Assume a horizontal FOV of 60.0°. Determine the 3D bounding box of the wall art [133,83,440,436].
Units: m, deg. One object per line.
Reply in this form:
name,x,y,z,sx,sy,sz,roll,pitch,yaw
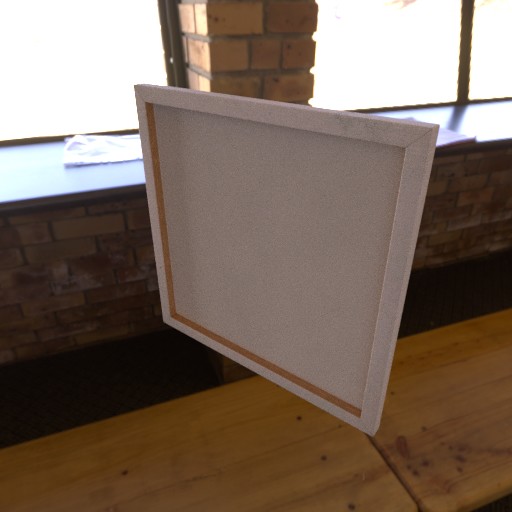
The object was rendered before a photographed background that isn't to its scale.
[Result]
wall art,0.000,0.000,1.131,0.762,0.762,0.038,21,36,32
